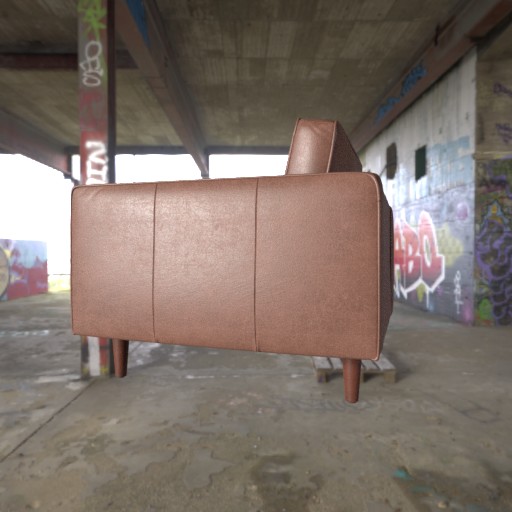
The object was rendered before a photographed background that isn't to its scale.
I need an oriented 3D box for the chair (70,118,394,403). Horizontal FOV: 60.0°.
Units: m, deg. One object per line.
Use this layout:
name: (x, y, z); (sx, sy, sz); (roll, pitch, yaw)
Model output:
chair: (0.000, 0.000, 1.550); (0.900, 0.770, 0.920); (0, 1, 19)
